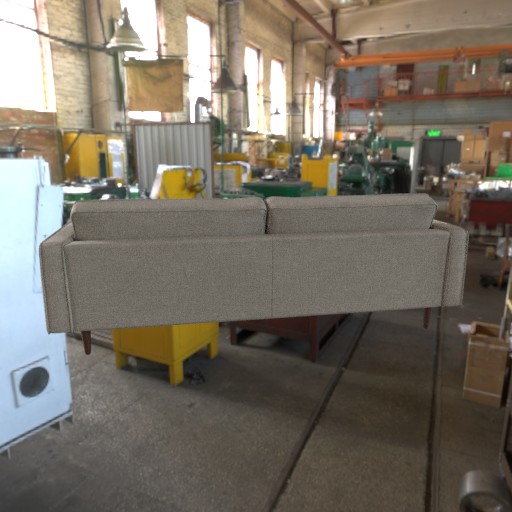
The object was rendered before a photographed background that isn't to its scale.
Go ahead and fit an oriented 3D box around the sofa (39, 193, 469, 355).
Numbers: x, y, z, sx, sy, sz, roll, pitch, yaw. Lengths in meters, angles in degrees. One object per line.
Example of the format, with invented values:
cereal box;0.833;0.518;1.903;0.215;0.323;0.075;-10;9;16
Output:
sofa;0.000;0.000;2.661;2.211;0.762;0.914;-2;14;-10
